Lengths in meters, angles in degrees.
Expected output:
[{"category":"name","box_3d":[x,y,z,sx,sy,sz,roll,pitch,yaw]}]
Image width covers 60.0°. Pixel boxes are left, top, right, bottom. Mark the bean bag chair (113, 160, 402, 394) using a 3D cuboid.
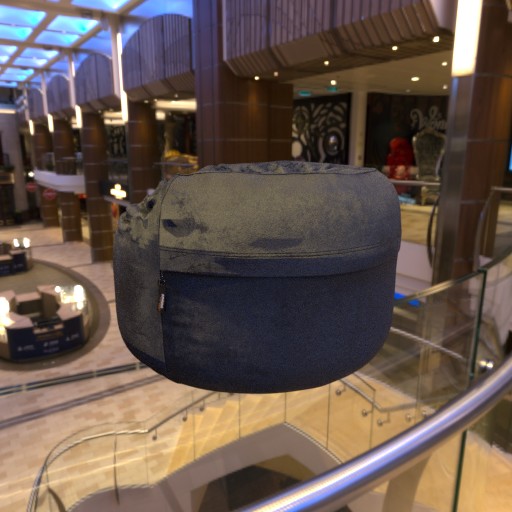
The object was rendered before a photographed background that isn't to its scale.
[{"category":"bean bag chair","box_3d":[0.000,0.000,1.479,0.918,0.605,0.918,0,14,0]}]
